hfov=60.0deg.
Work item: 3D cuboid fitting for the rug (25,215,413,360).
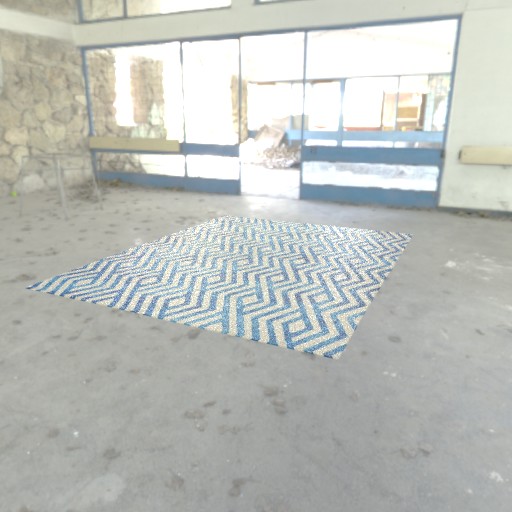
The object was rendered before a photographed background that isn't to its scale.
[{"bbox_3d":[0.000,0.000,4.182,2.453,0.008,3.059,8,18,25],"label":"rug"}]
